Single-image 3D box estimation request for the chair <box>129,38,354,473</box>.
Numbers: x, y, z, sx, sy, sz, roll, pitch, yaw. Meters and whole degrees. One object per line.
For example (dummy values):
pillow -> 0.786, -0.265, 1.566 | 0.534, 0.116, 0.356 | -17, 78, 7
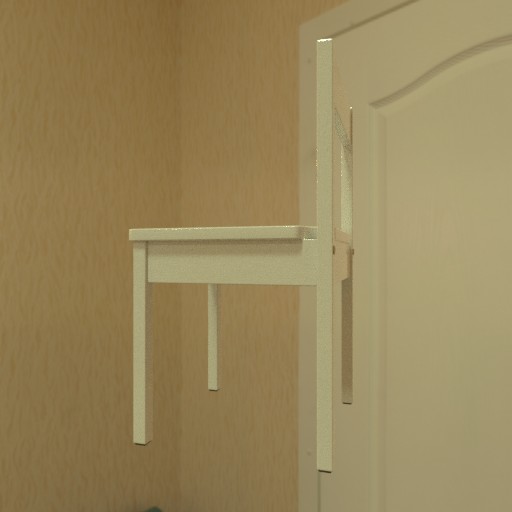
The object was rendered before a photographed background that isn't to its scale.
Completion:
chair -> 0.000, 0.000, 0.900 | 0.361, 0.668, 0.367 | 0, 0, 17
